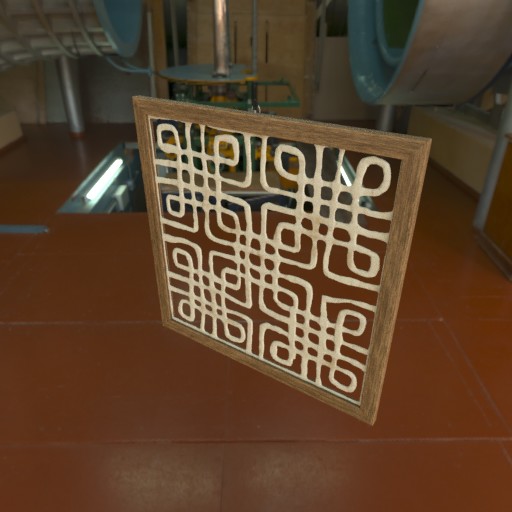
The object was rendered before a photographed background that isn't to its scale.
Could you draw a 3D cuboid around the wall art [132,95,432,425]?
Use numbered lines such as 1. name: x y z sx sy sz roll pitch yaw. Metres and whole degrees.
1. wall art: 0.000 0.000 0.862 0.561 0.582 0.021 18 35 28
